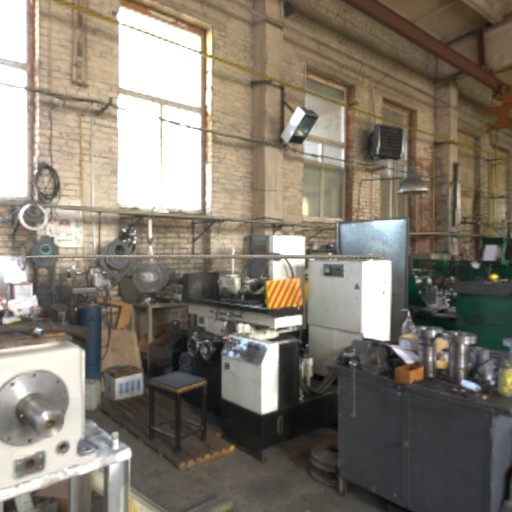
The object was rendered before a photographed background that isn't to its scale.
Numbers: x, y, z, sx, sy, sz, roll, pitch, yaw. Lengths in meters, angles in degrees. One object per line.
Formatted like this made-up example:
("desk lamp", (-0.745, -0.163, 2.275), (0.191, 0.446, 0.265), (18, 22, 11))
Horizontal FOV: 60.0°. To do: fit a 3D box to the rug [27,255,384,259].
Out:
("rug", (0.000, 0.000, 2.914), (1.609, 0.013, 2.214), (0, 0, 16))
